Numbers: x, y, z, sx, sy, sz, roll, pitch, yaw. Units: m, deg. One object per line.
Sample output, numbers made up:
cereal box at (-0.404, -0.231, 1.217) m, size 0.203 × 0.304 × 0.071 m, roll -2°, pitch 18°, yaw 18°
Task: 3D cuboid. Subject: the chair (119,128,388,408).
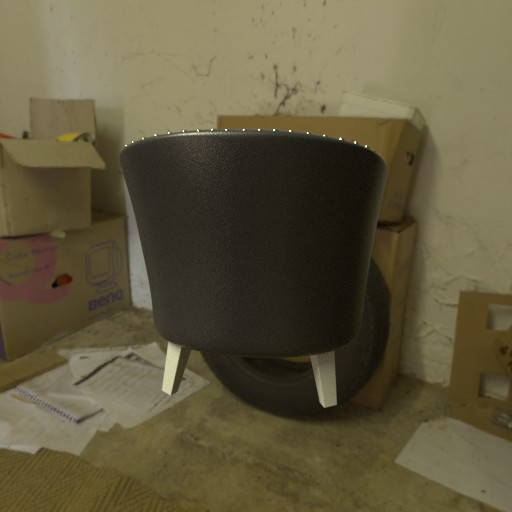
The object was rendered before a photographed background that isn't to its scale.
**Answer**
chair at (0.000, 0.000, 1.486) m, size 0.794 × 0.823 × 0.748 m, roll 2°, pitch 16°, yaw 7°
